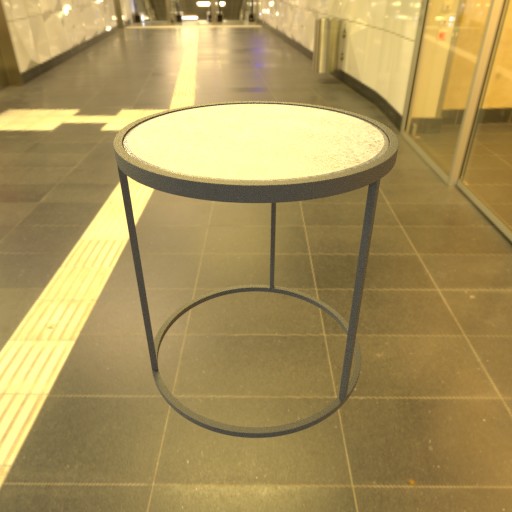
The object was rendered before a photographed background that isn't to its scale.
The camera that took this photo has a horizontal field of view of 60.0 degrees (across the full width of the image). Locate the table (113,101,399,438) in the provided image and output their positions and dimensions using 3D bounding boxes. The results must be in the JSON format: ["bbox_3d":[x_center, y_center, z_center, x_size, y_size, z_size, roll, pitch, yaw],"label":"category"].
[{"bbox_3d":[0.000,0.000,0.886,0.470,0.498,0.470,0,32,0],"label":"table"}]
